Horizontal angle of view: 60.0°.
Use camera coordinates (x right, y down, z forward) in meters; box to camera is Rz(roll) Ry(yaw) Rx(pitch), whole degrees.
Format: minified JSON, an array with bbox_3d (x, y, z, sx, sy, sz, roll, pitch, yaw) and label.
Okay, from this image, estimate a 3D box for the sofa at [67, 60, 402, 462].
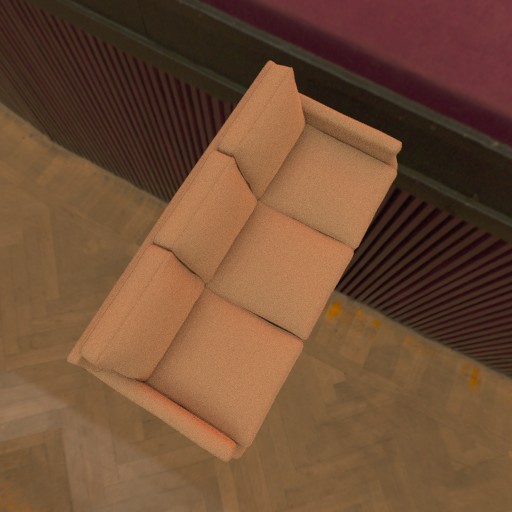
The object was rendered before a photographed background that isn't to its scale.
[{"bbox_3d":[0.000,0.000,2.837,1.084,1.003,2.246,29,76,8],"label":"sofa"}]
